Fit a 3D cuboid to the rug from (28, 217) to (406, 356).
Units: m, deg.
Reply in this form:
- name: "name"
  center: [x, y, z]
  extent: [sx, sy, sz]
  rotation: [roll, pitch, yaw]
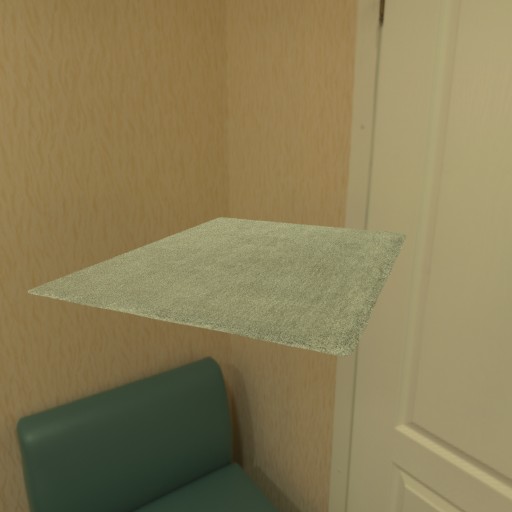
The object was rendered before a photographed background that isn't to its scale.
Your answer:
- name: "rug"
  center: [0.000, 0.000, 3.972]
  extent: [2.332, 0.027, 2.933]
  rotation: [7, 18, 23]
